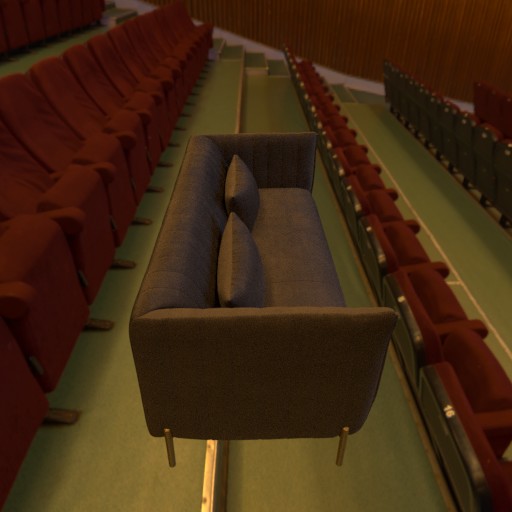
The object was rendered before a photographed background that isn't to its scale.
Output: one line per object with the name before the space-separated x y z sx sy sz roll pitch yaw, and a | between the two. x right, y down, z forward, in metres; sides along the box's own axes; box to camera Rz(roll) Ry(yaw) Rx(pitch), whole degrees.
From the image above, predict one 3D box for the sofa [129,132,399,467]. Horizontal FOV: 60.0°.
sofa | 0.000 0.000 2.393 0.876 0.780 1.980 -1 33 -1
